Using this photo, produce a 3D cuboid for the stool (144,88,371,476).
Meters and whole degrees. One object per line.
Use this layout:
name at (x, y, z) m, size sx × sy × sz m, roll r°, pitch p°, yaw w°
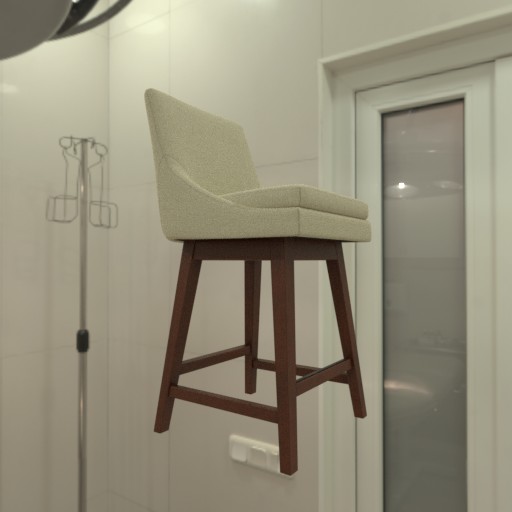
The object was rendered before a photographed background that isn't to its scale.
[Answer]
stool at (0.000, 0.000, 1.333) m, size 0.559 × 0.991 × 0.469 m, roll 0°, pitch 0°, yaw 35°
